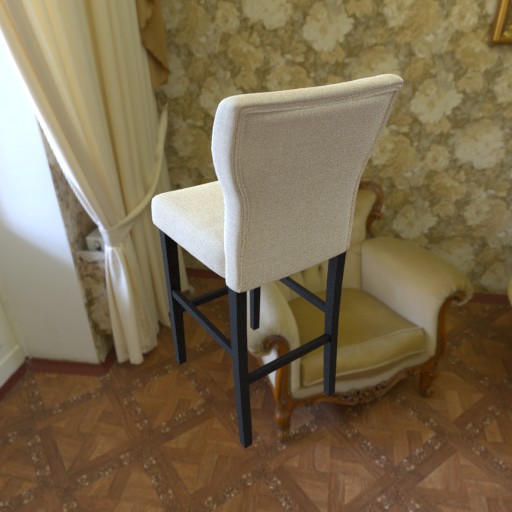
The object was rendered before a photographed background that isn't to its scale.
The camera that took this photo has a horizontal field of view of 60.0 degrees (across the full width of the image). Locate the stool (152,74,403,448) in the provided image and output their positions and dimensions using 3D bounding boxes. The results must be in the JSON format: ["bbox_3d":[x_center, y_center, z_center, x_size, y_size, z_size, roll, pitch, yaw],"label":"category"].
[{"bbox_3d":[0.000,0.000,1.439,0.516,1.124,0.603,-20,35,-30],"label":"stool"}]
